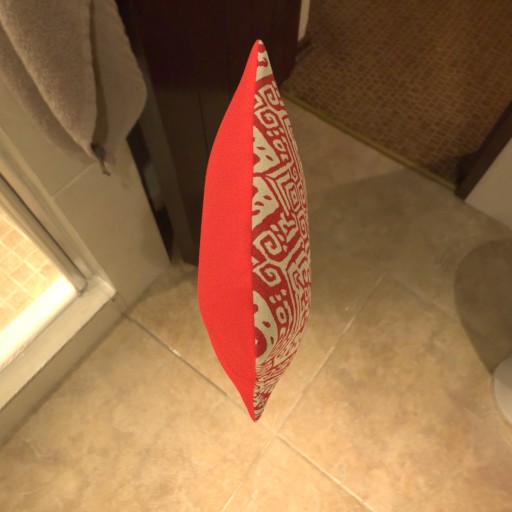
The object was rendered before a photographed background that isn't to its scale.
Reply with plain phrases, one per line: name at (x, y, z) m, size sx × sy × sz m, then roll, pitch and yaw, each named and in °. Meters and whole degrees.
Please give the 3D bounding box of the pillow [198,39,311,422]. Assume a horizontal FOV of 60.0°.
pillow at (0.000, 0.000, 0.816) m, size 0.192 × 0.507 × 0.522 m, roll 0°, pitch 63°, yaw 0°
